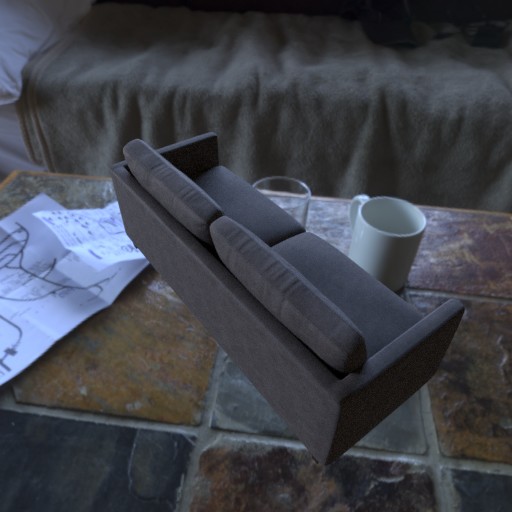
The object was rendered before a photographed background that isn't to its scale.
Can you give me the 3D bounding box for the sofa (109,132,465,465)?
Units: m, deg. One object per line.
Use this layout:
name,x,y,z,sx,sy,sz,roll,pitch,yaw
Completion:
sofa,0.000,0.000,2.955,0.951,0.965,2.434,-27,49,-26
